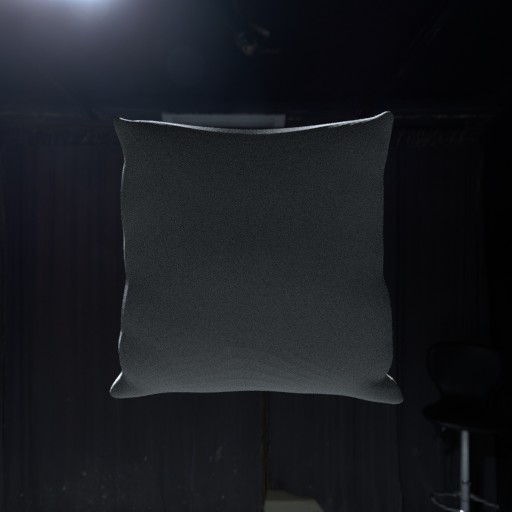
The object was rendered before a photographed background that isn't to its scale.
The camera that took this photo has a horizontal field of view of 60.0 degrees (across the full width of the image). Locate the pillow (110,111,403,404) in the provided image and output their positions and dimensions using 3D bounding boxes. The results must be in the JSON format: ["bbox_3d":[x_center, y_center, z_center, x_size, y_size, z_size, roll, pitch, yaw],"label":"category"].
[{"bbox_3d":[0.000,0.000,0.677,0.440,0.441,0.182,0,-1,1],"label":"pillow"}]
